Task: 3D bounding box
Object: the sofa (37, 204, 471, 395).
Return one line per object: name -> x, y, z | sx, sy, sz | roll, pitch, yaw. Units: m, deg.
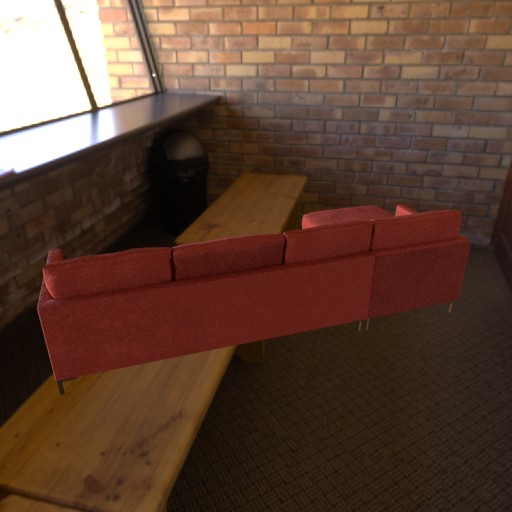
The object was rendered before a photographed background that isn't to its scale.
sofa -> 0.000, 0.000, 3.993 | 3.400, 0.967, 1.500 | -8, 27, -16
